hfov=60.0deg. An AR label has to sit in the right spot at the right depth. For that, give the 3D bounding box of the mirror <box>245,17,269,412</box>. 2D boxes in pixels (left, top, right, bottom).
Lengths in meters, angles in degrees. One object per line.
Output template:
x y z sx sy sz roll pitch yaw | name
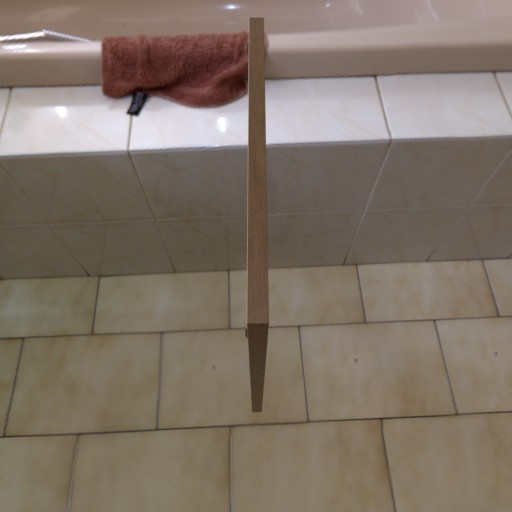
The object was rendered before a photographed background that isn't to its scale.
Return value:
0.000 0.000 1.338 0.040 1.016 0.762 0 63 0 | mirror
